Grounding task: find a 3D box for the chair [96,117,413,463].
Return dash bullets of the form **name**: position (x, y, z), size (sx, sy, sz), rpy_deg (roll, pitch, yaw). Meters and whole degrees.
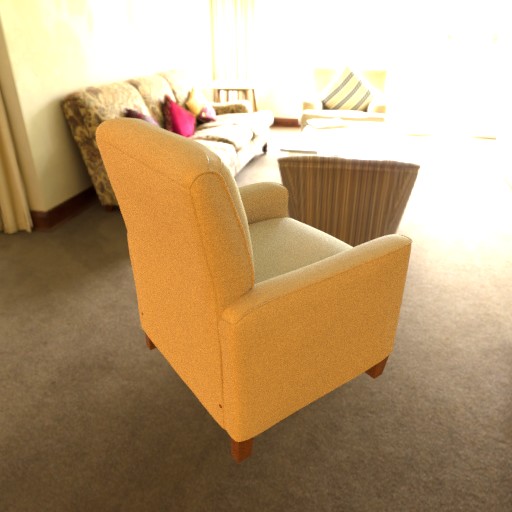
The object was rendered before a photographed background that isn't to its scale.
- **chair**: position (0.000, 0.000, 1.669), size (0.858, 1.023, 0.841), rpy_deg (-19, 33, -31)
